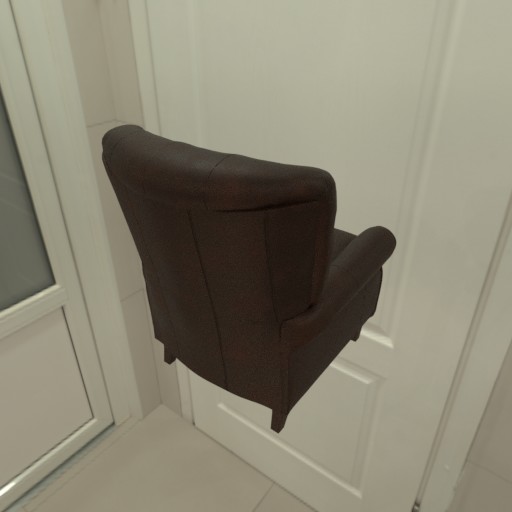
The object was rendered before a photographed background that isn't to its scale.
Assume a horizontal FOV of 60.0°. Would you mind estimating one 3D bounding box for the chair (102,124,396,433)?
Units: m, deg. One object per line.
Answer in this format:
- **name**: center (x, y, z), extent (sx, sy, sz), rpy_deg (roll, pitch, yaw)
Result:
- **chair**: center (0.000, 0.000, 1.902), extent (0.948, 1.158, 1.058), rpy_deg (21, 37, 31)
